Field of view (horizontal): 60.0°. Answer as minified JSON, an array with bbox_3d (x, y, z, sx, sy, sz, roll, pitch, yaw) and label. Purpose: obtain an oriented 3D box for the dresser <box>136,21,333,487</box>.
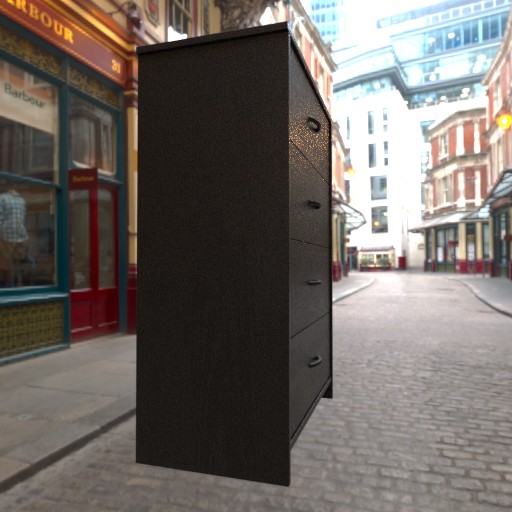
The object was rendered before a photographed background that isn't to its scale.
[{"bbox_3d":[0.000,0.000,1.354,0.398,1.020,0.700,0,-1,18],"label":"dresser"}]
